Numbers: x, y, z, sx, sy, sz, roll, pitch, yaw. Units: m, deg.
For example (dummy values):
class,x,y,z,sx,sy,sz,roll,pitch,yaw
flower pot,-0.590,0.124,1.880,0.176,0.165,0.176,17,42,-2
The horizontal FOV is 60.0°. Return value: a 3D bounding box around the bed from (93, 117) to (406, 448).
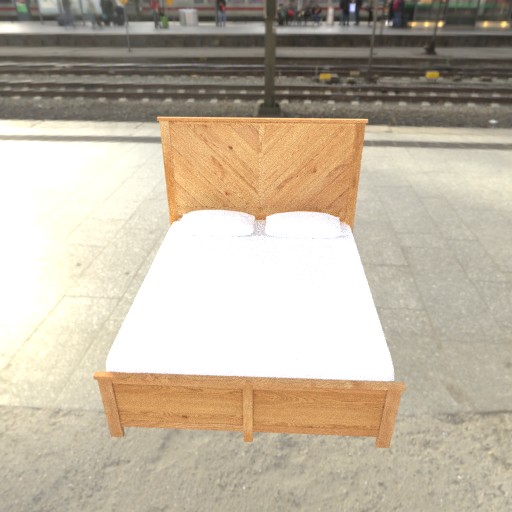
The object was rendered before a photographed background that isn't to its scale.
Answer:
class,x,y,z,sx,sy,sz,roll,pitch,yaw
bed,0.000,0.000,3.558,1.936,1.686,2.201,1,30,2
